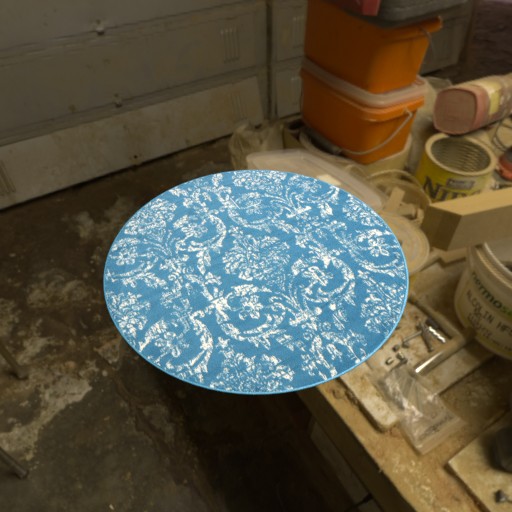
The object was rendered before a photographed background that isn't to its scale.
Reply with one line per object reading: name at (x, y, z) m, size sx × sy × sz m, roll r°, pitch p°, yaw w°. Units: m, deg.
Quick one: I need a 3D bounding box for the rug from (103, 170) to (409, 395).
rug at (0.000, 0.000, 2.377) m, size 1.593 × 0.012 × 1.593 m, roll 0°, pitch 46°, yaw 0°
